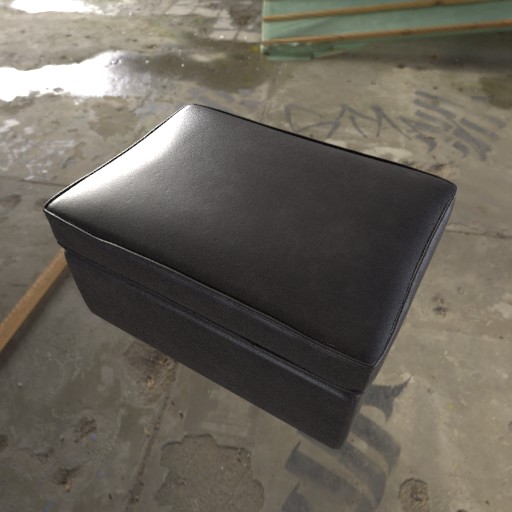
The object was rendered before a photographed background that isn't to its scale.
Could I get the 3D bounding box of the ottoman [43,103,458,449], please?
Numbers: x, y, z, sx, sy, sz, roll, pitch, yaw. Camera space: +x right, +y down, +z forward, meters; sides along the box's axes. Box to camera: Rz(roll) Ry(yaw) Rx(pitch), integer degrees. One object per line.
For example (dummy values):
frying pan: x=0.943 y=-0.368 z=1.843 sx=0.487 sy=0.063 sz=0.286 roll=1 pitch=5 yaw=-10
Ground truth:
ottoman: x=0.000 y=0.000 z=1.095 sx=0.756 sy=0.445 sz=0.554 roll=23 pitch=51 yaw=21
